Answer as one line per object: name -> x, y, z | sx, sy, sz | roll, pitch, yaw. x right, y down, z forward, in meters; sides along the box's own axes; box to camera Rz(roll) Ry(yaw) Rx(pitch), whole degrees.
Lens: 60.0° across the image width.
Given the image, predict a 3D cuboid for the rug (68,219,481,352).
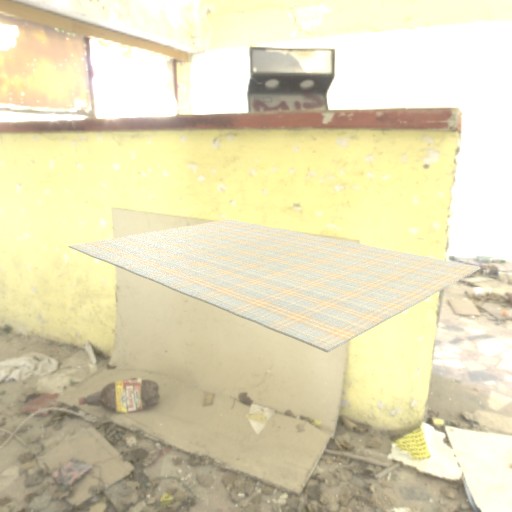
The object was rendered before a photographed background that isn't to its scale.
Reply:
rug -> 0.000, 0.000, 2.333 | 1.231, 0.012, 1.835 | -14, 21, -43
